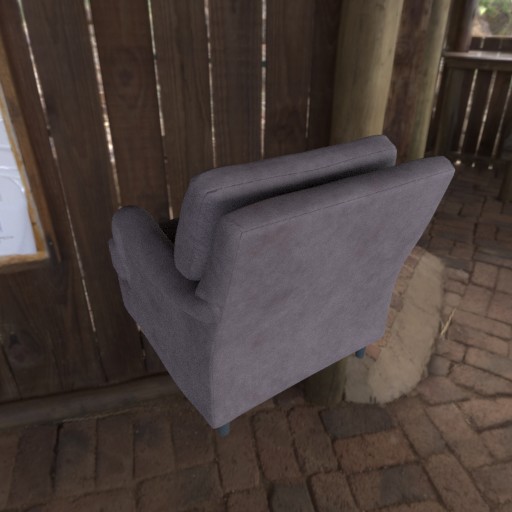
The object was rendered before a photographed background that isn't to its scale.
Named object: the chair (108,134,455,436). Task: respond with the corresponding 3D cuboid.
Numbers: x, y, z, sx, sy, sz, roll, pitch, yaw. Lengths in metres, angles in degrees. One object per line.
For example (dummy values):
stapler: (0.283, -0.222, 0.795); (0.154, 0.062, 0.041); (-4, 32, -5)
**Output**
chair: (0.000, 0.000, 1.820); (0.955, 0.997, 1.070); (-19, 34, -30)
